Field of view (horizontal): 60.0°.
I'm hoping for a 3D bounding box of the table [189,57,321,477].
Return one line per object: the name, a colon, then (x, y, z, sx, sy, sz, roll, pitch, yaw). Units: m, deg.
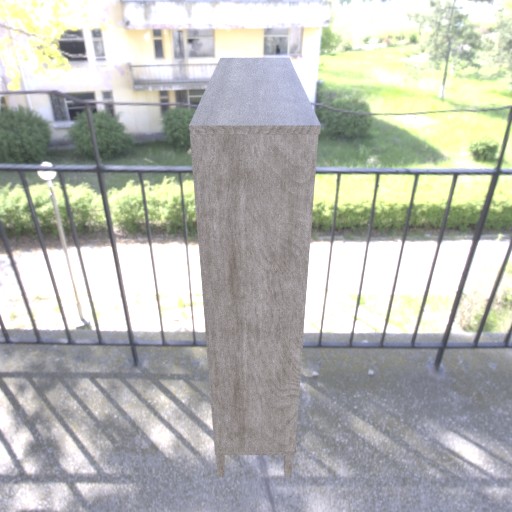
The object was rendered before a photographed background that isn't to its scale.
table: (0.000, 0.000, 1.522, 0.256, 1.135, 0.902, 0, 32, 0)
